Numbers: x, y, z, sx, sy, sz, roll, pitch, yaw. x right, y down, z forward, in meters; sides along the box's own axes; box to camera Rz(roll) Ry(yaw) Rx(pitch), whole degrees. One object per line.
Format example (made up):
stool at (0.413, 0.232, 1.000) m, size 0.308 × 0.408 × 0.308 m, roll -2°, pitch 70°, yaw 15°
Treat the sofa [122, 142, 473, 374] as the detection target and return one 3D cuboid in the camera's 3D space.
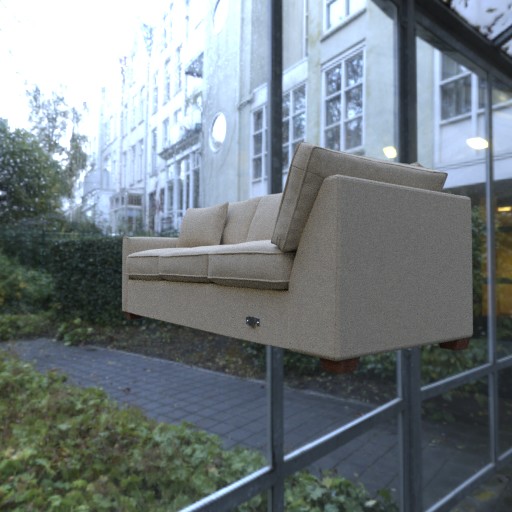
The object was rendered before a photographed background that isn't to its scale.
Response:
sofa at (0.000, 0.000, 2.865) m, size 1.061 × 0.962 × 2.317 m, roll 1°, pitch -1°, yaw -36°
